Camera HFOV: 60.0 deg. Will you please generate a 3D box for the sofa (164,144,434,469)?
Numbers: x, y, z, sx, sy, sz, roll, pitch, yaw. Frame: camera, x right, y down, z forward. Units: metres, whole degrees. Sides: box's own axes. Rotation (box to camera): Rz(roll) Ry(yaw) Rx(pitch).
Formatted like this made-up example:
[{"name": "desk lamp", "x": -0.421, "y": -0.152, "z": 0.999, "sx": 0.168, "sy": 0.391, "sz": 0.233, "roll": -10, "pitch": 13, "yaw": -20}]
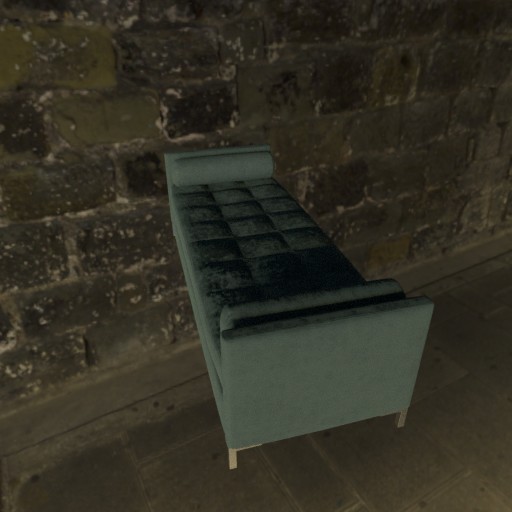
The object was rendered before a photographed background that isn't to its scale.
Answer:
[{"name": "sofa", "x": 0.000, "y": 0.000, "z": 2.509, "sx": 0.797, "sy": 0.657, "sz": 2.102, "roll": -8, "pitch": 31, "yaw": -13}]
